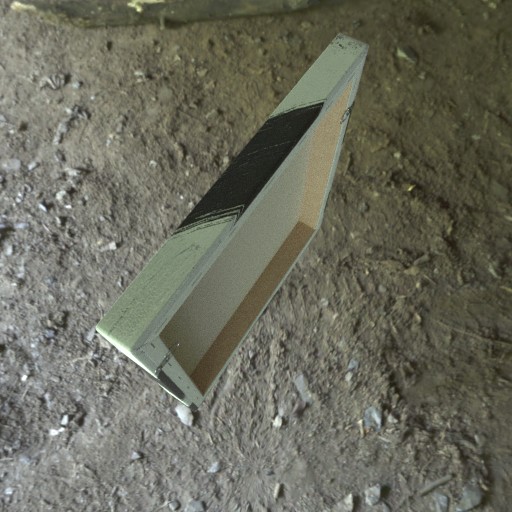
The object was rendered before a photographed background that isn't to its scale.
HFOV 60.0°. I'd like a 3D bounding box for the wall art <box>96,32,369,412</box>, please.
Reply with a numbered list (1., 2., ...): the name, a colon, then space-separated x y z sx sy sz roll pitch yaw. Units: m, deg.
1. wall art: 0.000 0.000 0.748 0.050 0.508 0.507 30 68 14
